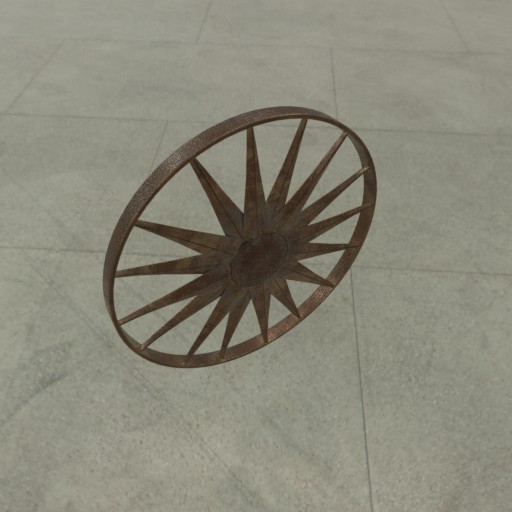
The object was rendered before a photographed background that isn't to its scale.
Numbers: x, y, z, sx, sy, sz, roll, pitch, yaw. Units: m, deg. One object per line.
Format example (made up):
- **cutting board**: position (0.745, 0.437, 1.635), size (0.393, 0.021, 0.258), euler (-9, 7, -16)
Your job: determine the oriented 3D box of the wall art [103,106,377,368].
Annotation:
- **wall art**: position (0.000, 0.000, 0.866), size (0.582, 0.583, 0.084), euler (-25, 53, -20)
